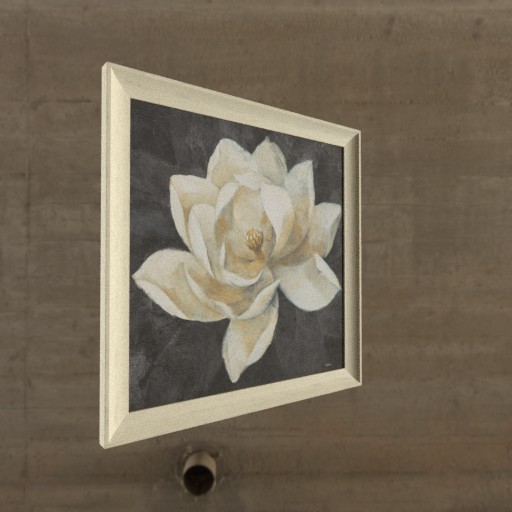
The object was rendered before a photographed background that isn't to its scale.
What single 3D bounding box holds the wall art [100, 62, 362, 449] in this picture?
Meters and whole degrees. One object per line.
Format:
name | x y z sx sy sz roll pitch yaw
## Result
wall art | 0.000 0.000 1.483 1.016 1.016 0.045 1 -1 -37
